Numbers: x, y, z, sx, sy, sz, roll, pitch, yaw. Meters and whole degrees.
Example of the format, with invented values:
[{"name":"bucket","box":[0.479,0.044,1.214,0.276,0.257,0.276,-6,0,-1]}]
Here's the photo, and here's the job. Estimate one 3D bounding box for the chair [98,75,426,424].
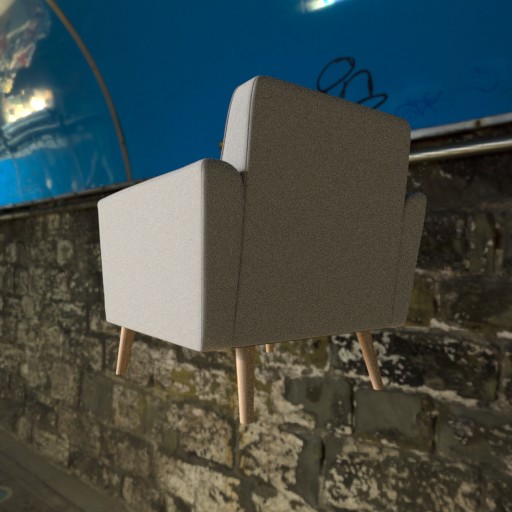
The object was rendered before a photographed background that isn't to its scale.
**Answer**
[{"name":"chair","box":[0.000,0.000,1.395,0.780,0.780,0.750,1,-1,-36]}]
